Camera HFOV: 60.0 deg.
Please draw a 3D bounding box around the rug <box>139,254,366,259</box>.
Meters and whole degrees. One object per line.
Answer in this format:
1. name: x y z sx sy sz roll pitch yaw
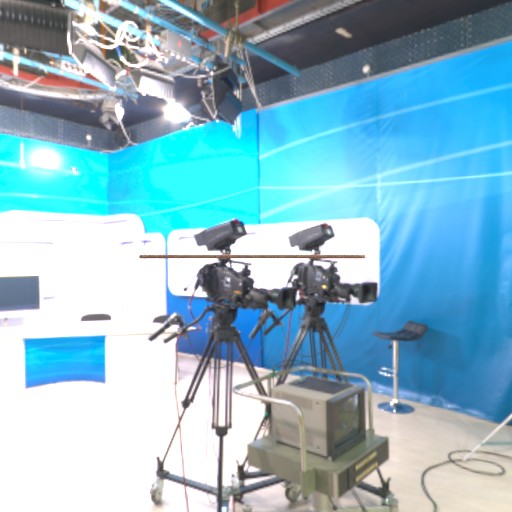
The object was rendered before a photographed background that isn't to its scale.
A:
1. rug: 0.000 0.000 2.667 0.760 0.015 2.435 0 0 1
